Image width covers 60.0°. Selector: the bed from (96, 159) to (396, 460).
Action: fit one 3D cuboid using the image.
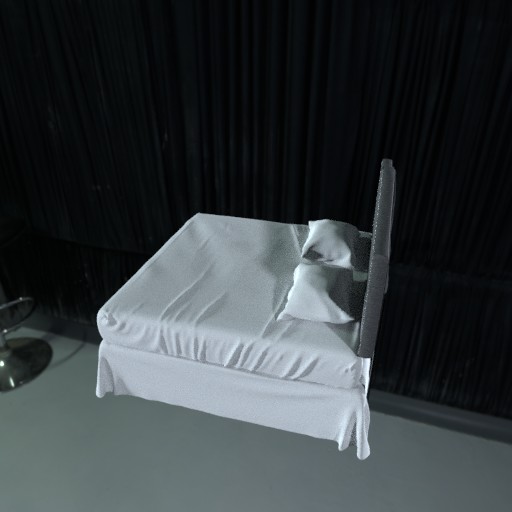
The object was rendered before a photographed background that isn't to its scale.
[{"bbox_3d":[0.000,0.000,3.809,2.219,1.651,2.314,8,29,14],"label":"bed"}]
